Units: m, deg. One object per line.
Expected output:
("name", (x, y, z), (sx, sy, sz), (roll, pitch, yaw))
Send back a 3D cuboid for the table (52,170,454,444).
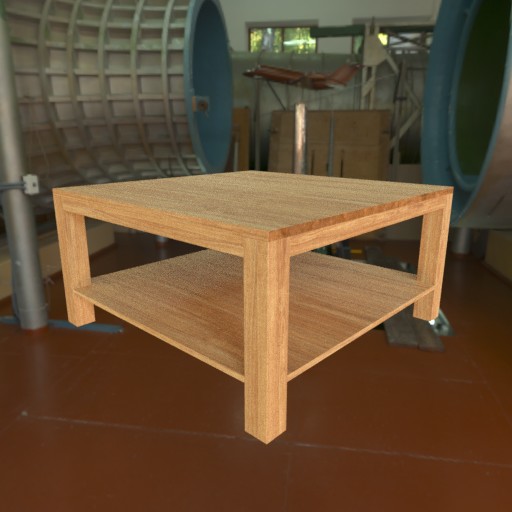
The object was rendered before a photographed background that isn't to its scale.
("table", (0.000, 0.000, 1.465), (0.900, 0.450, 0.900), (14, 21, 41))
